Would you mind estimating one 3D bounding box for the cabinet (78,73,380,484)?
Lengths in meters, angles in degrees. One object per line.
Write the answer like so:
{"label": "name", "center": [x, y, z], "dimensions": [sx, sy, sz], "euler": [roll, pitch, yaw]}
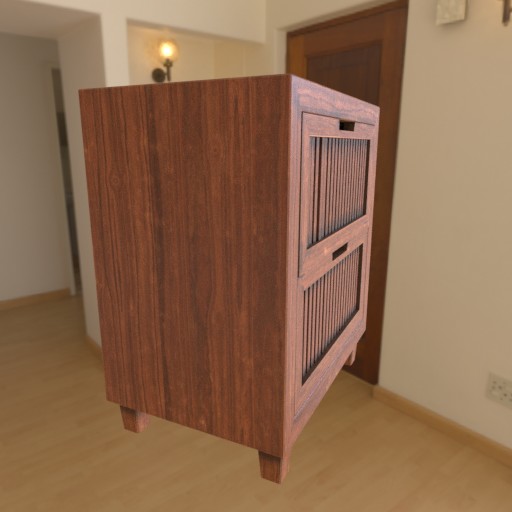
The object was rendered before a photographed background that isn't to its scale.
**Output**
{"label": "cabinet", "center": [0.000, 0.000, 1.040], "dimensions": [0.410, 0.695, 0.607], "euler": [7, 16, 25]}
